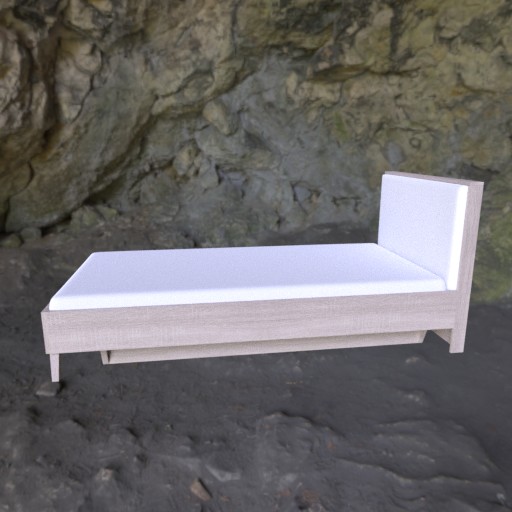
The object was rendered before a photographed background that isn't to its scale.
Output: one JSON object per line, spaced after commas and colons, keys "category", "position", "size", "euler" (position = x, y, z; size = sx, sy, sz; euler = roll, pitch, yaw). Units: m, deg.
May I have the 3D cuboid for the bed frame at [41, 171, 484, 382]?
{"category": "bed frame", "position": [0.000, 0.000, 2.632], "size": [2.140, 0.920, 0.990], "euler": [-2, 14, -8]}
